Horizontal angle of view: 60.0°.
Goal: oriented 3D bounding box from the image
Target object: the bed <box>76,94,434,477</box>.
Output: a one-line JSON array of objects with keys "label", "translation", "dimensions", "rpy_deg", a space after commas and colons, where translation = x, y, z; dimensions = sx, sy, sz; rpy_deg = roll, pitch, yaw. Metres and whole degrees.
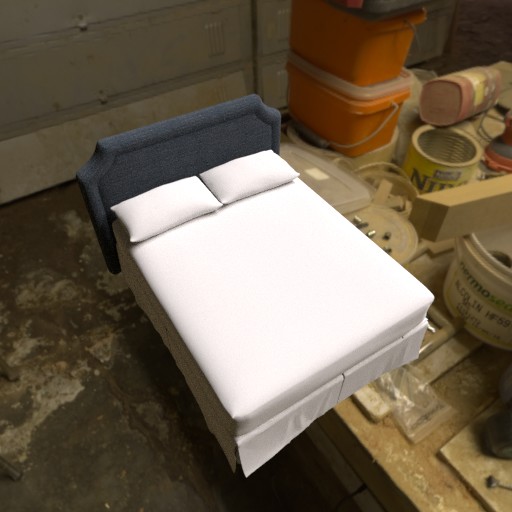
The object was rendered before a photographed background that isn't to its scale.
[{"label": "bed", "translation": [0.000, 0.000, 3.304], "dimensions": [1.828, 1.297, 2.208], "rpy_deg": [-25, 51, -22]}]
